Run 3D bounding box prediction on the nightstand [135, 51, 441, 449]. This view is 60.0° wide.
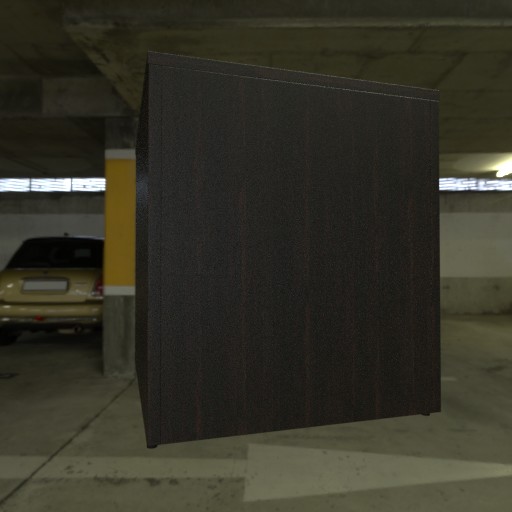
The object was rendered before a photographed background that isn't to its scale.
[{"bbox_3d":[0.000,0.000,0.782,0.400,0.460,0.461,0,-1,-17],"label":"nightstand"}]
